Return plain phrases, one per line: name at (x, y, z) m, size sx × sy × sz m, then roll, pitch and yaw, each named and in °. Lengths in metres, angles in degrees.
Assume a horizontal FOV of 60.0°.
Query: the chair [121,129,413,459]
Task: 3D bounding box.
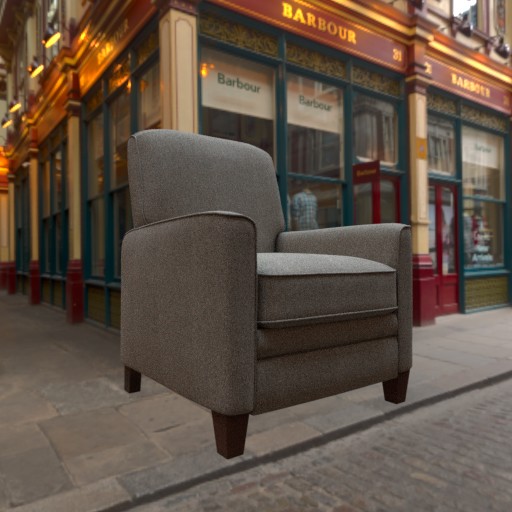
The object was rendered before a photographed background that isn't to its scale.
chair at (0.000, 0.000, 1.640) m, size 0.841 × 1.028 × 0.858 m, roll 0°, pitch 0°, yaw -37°
